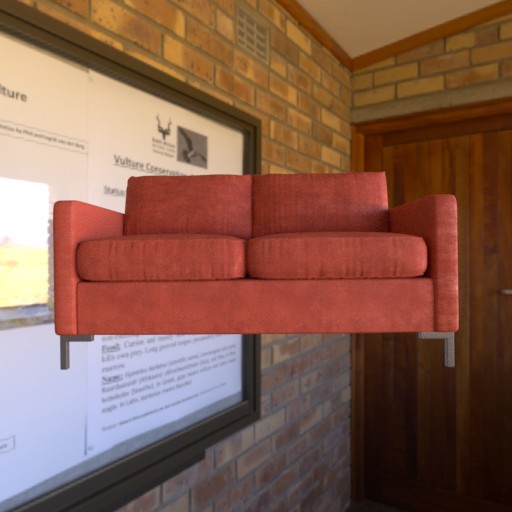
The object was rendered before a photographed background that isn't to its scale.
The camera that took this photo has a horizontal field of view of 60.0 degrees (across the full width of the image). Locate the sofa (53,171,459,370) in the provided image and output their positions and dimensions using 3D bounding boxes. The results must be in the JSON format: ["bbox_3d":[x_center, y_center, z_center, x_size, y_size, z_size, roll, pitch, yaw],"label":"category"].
[{"bbox_3d":[0.000,0.000,2.106,1.574,0.896,0.864,0,0,1],"label":"sofa"}]
